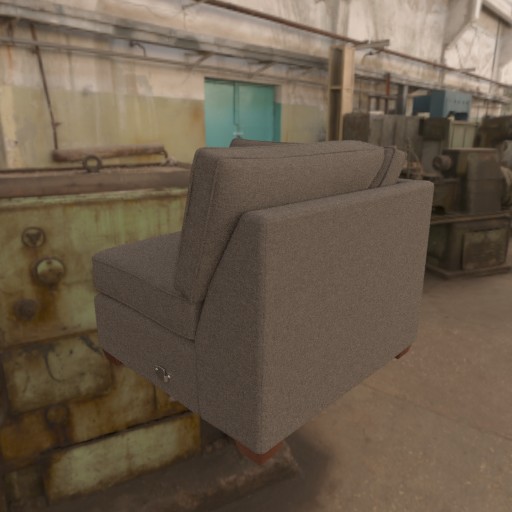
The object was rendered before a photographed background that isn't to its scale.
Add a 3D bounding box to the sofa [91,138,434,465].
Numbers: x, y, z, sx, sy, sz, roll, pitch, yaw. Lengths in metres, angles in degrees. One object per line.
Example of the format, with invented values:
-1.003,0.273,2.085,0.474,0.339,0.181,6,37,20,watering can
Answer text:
0.000,0.000,1.975,1.084,1.002,1.146,15,22,42,sofa
